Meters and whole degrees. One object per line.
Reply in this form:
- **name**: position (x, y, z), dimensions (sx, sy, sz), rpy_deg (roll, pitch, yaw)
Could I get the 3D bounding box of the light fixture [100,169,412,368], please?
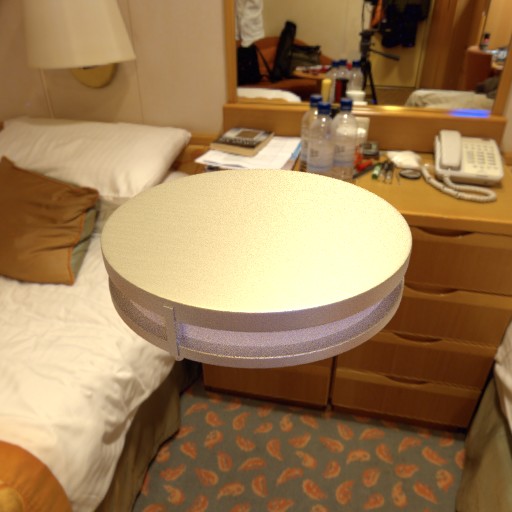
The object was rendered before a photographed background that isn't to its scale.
- **light fixture**: position (0.000, 0.000, 0.551), dimensions (0.356, 0.102, 0.356), rpy_deg (0, 31, 0)
